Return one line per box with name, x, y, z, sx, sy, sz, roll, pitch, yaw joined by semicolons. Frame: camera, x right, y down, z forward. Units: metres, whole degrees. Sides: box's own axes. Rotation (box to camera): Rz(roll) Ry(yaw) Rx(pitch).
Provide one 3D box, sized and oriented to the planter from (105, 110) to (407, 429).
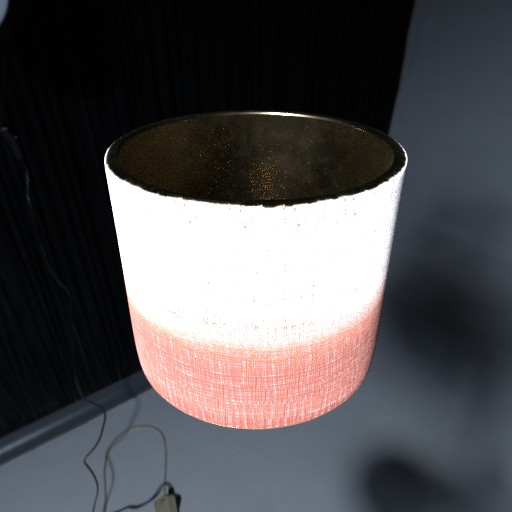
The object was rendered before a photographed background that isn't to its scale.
planter;0.000;0.000;0.306;0.178;0.157;0.178;0;31;0
